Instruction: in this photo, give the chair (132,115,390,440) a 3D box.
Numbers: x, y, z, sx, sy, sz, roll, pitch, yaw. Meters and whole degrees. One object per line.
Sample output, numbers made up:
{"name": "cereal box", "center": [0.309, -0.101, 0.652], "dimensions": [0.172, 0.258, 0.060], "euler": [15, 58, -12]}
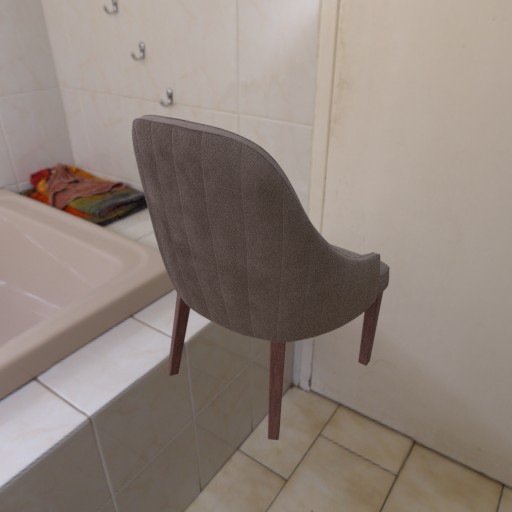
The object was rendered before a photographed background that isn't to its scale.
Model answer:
{"name": "chair", "center": [0.000, 0.000, 1.323], "dimensions": [0.643, 0.889, 0.575], "euler": [21, 35, 32]}
